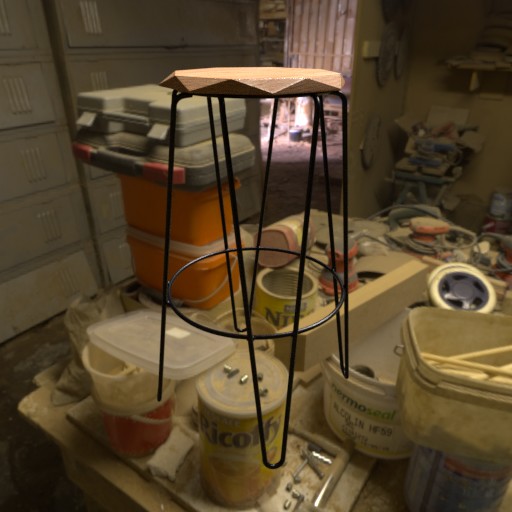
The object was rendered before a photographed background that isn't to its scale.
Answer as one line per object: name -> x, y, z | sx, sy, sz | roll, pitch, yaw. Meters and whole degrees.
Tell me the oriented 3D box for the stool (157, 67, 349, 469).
stool -> 0.000, 0.000, 0.794 | 0.326, 0.610, 0.326 | 18, 31, 32
